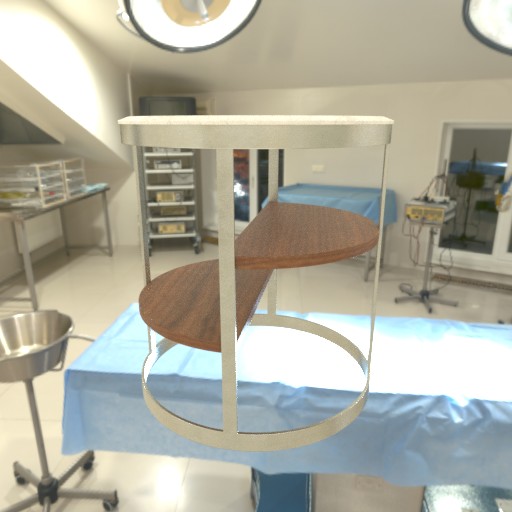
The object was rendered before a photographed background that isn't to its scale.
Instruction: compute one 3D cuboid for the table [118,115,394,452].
[{"bbox_3d":[0.000,0.000,0.744,0.407,0.447,0.407,0,17,0],"label":"table"}]
